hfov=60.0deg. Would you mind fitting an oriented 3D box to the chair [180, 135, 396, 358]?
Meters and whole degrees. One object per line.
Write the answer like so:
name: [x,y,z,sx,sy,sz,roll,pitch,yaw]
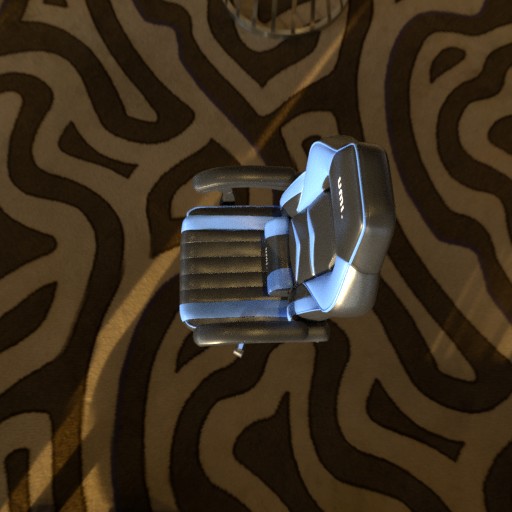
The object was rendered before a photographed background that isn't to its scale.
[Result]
chair: [0.000,0.000,1.703,0.700,1.280,0.700,-2,74,-1]
